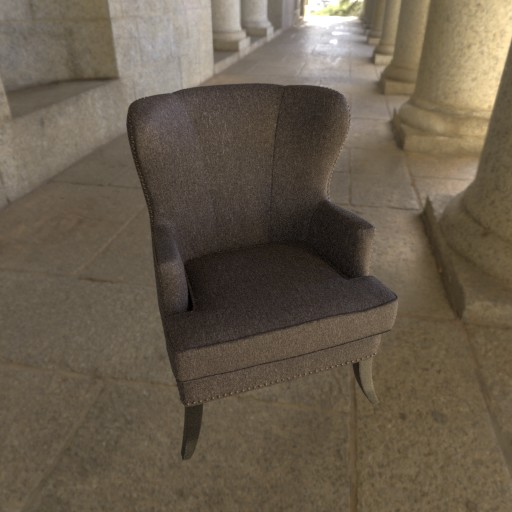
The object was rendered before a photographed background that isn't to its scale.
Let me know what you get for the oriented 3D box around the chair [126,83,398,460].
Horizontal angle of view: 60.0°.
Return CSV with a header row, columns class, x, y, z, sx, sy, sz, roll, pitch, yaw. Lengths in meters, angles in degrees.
class,x,y,z,sx,sy,sz,roll,pitch,yaw
chair,0.000,0.000,1.601,0.759,1.060,0.758,-10,33,-16
